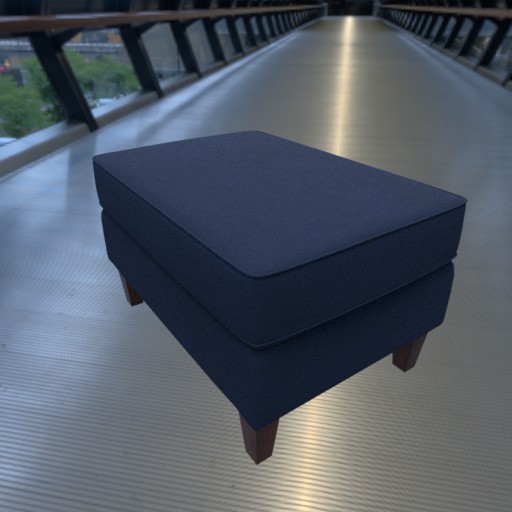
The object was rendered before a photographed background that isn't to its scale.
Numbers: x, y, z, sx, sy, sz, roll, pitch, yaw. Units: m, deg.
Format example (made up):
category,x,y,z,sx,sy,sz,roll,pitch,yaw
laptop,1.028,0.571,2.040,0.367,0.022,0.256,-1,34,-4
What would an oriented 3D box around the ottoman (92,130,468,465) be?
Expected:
category,x,y,z,sx,sy,sz,roll,pitch,yaw
ottoman,0.000,0.000,1.388,0.686,0.584,0.965,-18,33,-30
